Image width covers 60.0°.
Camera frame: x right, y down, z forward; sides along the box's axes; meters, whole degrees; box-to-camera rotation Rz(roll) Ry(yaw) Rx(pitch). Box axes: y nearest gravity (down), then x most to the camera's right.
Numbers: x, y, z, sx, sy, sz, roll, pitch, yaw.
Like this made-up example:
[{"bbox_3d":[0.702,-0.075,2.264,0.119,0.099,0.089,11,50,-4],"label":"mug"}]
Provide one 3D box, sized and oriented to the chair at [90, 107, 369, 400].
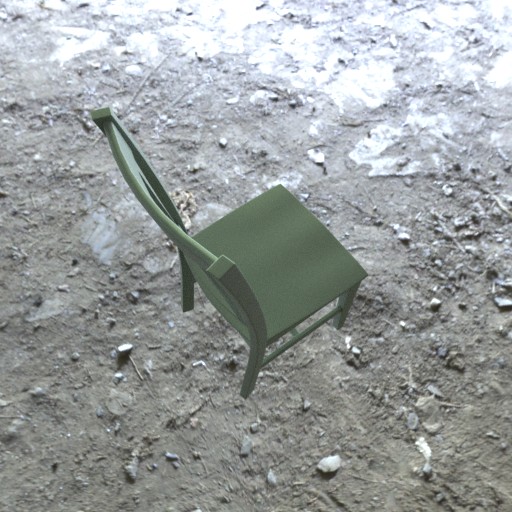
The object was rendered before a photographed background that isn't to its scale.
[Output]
[{"bbox_3d":[0.000,0.000,1.307,0.542,0.983,0.485,-32,64,-18],"label":"chair"}]
